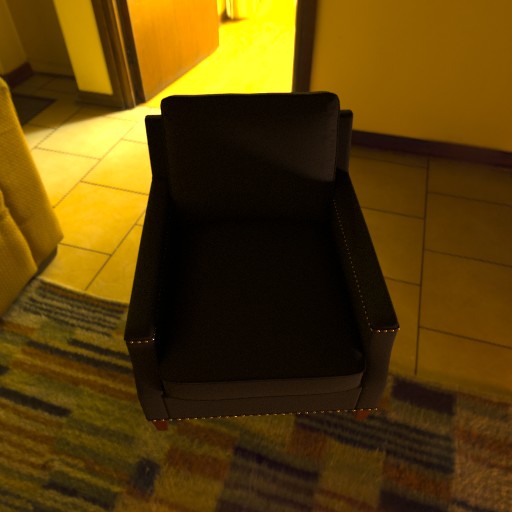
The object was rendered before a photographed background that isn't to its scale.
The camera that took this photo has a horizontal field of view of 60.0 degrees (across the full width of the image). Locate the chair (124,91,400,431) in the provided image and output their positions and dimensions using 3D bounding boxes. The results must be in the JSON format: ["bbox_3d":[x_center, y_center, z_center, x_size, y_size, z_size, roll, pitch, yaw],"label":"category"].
[{"bbox_3d":[0.000,0.000,1.697,0.853,0.943,1.014,-2,46,-2],"label":"chair"}]
